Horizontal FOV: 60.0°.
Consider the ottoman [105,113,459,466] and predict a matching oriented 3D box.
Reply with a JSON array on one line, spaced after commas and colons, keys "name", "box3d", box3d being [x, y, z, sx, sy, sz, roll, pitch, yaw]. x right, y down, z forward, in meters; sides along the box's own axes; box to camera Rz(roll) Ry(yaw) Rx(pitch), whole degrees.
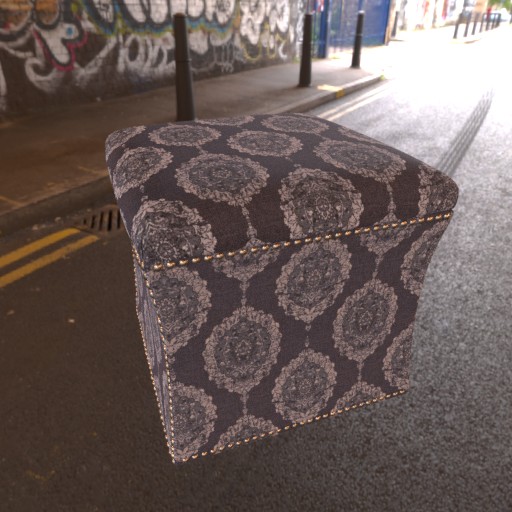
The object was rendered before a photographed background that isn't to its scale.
[{"name": "ottoman", "box3d": [0.000, 0.000, 0.881, 0.497, 0.475, 0.507, -10, 31, -18]}]
